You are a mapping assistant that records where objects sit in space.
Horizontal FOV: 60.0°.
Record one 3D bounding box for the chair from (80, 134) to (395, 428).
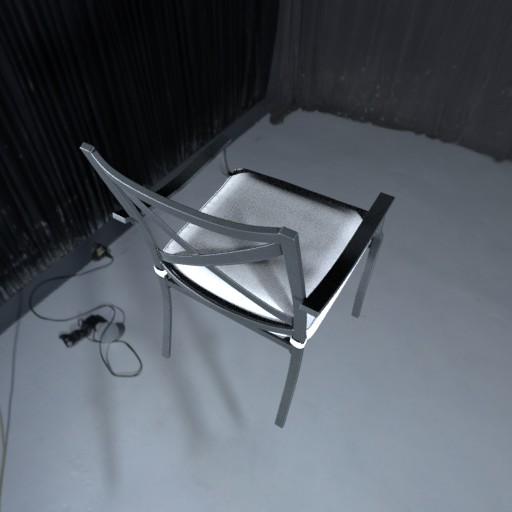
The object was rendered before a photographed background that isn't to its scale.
[{"bbox_3d":[0.000,0.000,1.281,0.575,0.889,0.620,25,52,21],"label":"chair"}]
